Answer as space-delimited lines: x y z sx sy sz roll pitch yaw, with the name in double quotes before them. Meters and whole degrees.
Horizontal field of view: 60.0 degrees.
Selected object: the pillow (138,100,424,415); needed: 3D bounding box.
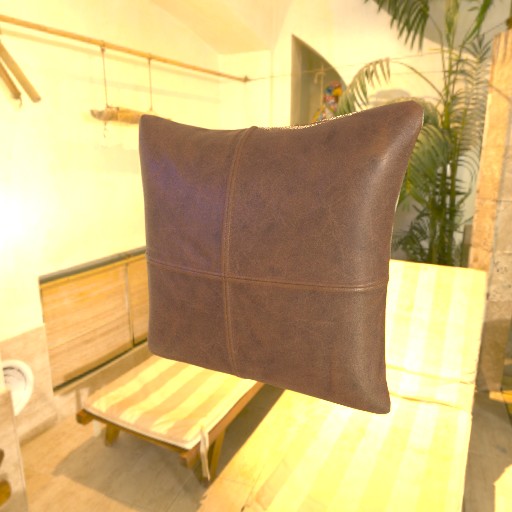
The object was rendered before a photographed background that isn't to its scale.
"pillow" 0.000 0.000 0.732 0.484 0.470 0.192 7 16 25
